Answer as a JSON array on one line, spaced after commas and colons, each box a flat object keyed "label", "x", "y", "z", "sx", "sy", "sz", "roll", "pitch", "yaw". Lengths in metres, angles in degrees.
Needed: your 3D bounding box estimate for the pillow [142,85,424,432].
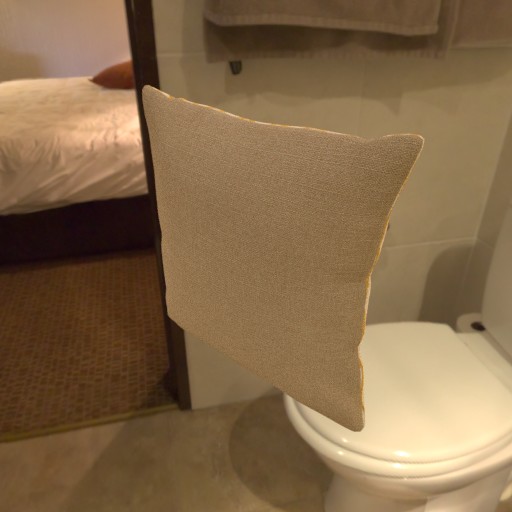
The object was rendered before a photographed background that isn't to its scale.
[{"label": "pillow", "x": 0.000, "y": 0.000, "z": 0.655, "sx": 0.429, "sy": 0.436, "sz": 0.159, "roll": 22, "pitch": 37, "yaw": 33}]
